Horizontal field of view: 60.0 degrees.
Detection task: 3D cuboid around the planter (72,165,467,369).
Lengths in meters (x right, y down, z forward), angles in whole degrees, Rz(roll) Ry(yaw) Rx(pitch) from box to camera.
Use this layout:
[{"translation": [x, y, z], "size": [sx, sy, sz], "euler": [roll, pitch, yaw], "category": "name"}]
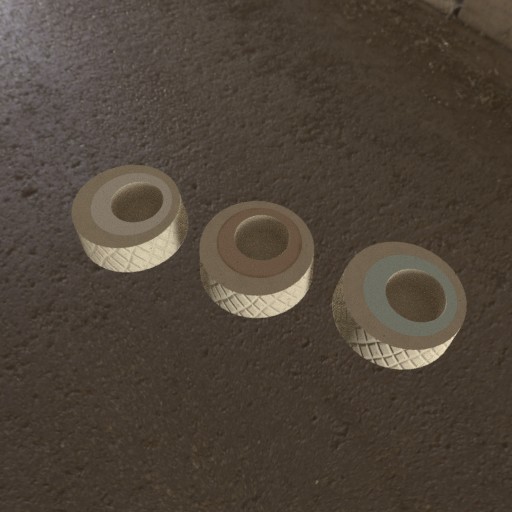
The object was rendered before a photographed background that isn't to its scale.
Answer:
[{"translation": [0.000, 0.000, 0.430], "size": [0.390, 0.038, 0.114], "euler": [18, 59, 11], "category": "planter"}]
